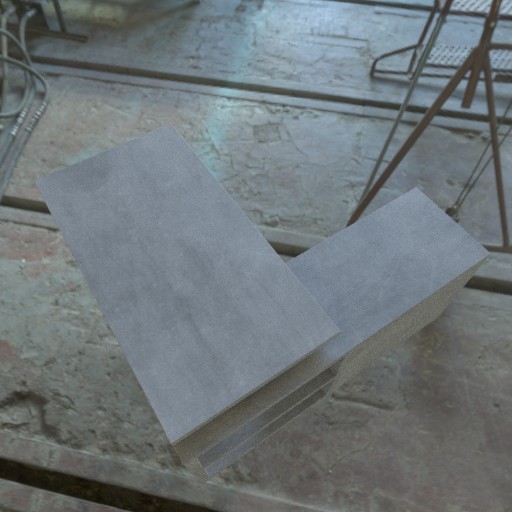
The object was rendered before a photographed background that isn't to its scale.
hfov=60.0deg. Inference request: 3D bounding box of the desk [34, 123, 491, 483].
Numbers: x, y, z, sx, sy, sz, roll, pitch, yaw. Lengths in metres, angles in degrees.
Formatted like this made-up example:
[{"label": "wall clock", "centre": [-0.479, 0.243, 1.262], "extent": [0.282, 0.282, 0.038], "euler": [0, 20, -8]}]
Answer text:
[{"label": "desk", "centre": [0.000, 0.000, 2.242], "extent": [1.500, 0.740, 1.400], "euler": [-29, 62, -17]}]
